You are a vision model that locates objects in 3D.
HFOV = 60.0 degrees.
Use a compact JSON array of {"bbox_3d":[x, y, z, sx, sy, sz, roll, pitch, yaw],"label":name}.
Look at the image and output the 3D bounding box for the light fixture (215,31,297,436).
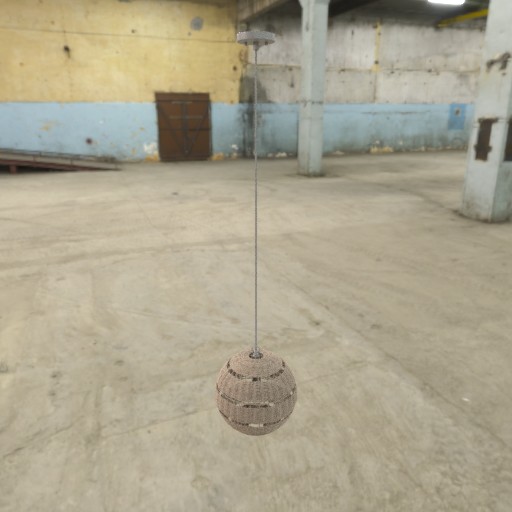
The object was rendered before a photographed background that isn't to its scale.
[{"bbox_3d":[0.000,0.000,2.230,0.457,2.019,0.457,2,17,7],"label":"light fixture"}]
